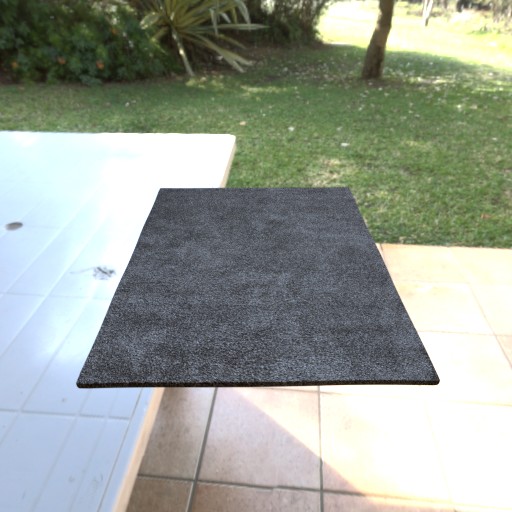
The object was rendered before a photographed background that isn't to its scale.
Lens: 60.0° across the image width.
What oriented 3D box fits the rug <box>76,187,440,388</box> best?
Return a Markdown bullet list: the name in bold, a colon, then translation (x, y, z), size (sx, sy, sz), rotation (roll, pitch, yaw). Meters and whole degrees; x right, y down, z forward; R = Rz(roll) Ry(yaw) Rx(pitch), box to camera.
- **rug**: translation (0.000, 0.000, 2.133), size (1.198, 0.025, 1.601), rotation (0, 32, -1)
